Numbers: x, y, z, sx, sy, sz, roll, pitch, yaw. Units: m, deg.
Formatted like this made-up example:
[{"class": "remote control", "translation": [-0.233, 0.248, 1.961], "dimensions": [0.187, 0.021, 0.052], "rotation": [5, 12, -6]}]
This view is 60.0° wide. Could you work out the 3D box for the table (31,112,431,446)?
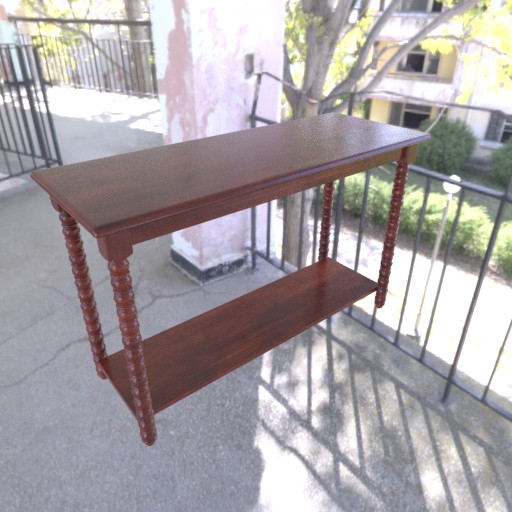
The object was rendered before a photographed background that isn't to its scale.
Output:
[{"class": "table", "translation": [0.000, 0.000, 1.528], "dimensions": [1.184, 0.740, 0.459], "rotation": [-22, 36, -33]}]
